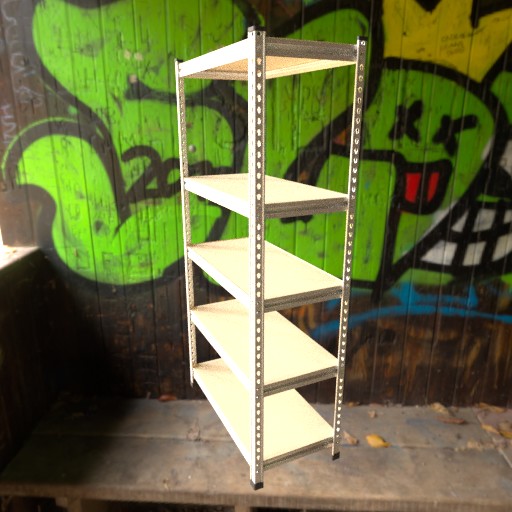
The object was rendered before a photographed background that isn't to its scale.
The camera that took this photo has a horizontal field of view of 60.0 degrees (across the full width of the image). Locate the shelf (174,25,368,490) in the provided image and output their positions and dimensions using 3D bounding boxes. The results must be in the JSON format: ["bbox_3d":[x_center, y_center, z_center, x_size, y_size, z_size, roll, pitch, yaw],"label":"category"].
[{"bbox_3d":[0.000,0.000,2.148,0.457,1.829,0.914,-8,19,-25],"label":"shelf"}]
